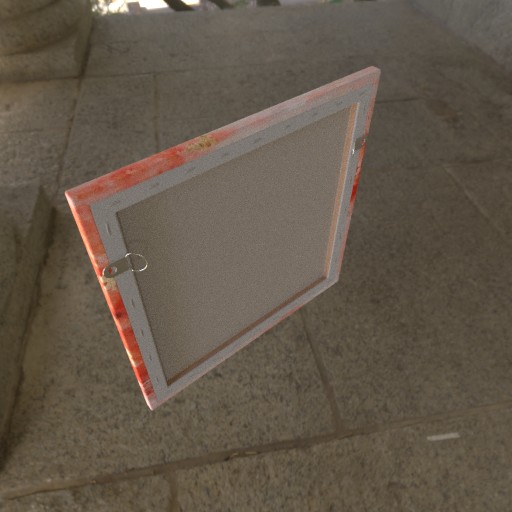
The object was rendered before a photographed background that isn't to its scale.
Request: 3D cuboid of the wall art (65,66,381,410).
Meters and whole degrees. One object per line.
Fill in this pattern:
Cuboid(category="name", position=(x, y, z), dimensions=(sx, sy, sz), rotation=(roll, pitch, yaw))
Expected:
Cuboid(category="wall art", position=(0.000, 0.000, 1.321), dimensions=(0.878, 0.878, 0.066), rotation=(-31, 53, -26))
